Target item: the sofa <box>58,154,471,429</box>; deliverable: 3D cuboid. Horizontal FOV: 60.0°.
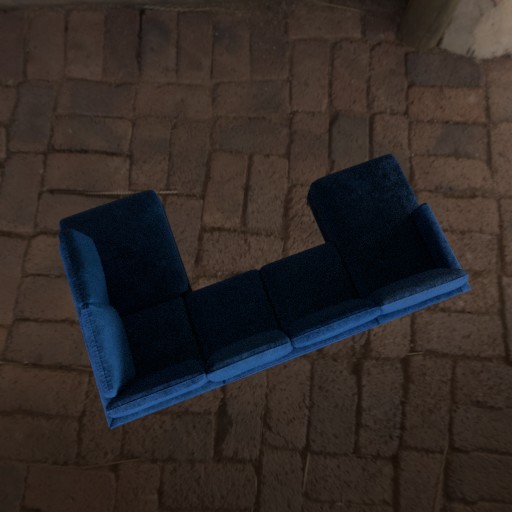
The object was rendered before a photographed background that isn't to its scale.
[{"bbox_3d":[0.000,0.000,4.305,3.434,0.992,2.055,-20,76,-5],"label":"sofa"}]
